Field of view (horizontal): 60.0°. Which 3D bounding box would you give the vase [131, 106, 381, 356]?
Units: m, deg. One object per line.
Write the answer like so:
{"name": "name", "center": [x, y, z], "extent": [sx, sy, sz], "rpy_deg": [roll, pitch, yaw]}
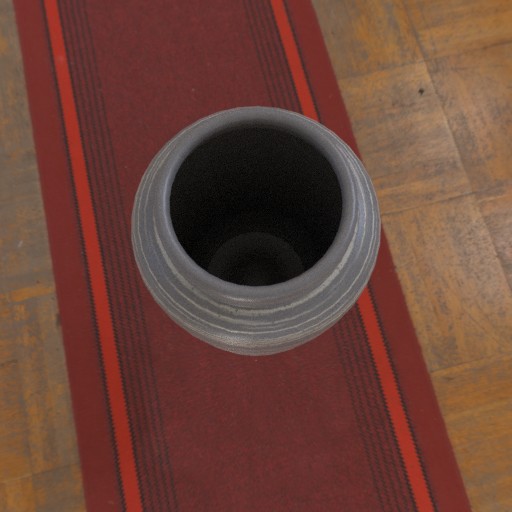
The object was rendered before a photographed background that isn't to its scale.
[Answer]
{"name": "vase", "center": [0.000, 0.000, 0.677], "extent": [0.297, 0.499, 0.297], "rpy_deg": [0, 77, 0]}
